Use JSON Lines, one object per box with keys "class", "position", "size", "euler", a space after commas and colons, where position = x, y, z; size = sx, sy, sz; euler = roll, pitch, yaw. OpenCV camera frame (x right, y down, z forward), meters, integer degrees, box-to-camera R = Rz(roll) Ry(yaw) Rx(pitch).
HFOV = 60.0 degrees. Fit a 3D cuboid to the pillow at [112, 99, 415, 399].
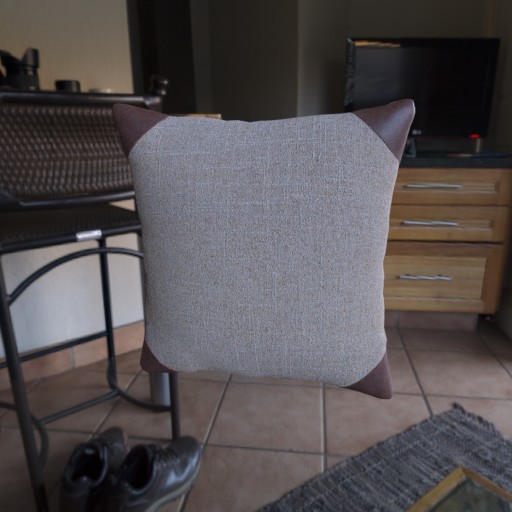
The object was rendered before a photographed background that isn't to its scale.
{"class": "pillow", "position": [0.000, 0.000, 0.676], "size": [0.437, 0.448, 0.147], "euler": [3, 15, 9]}
